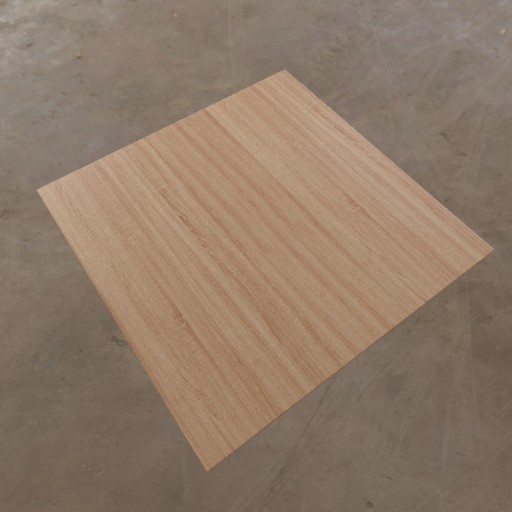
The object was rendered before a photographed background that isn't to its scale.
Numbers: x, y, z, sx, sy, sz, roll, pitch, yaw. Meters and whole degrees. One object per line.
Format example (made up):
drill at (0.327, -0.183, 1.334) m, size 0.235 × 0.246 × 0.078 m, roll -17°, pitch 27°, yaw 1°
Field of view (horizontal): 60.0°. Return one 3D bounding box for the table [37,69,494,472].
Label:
table at (0.000, 0.000, 1.038) m, size 0.670 × 0.305 × 0.670 m, roll -32°, pitch 65°, yaw -17°
